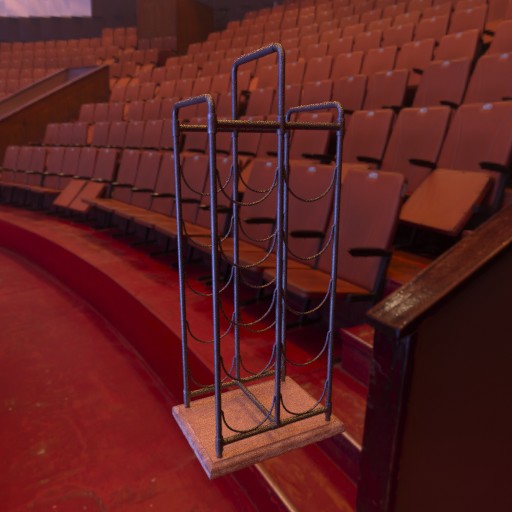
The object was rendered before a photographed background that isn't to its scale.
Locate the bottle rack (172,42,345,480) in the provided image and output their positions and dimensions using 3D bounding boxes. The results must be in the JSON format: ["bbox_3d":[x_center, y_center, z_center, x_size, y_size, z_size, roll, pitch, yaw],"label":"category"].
[{"bbox_3d":[0.000,0.000,0.794,0.276,0.680,0.208,-7,15,-27],"label":"bottle rack"}]
